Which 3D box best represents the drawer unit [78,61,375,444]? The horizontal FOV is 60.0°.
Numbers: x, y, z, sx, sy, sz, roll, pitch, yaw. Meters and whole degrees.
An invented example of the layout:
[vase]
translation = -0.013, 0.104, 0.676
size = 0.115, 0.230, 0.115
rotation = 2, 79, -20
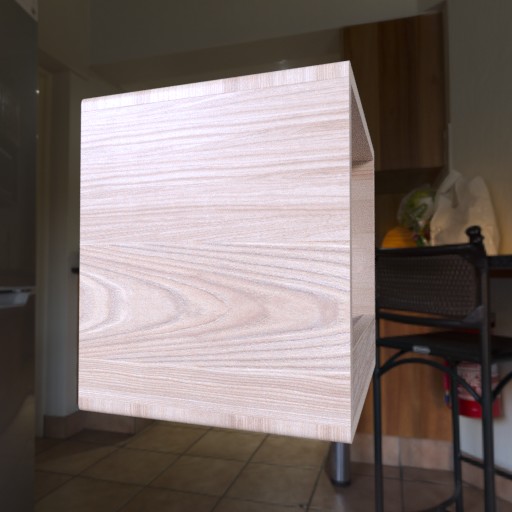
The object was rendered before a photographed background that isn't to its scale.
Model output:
[drawer unit]
translation = 0.000, 0.000, 0.600
size = 0.290, 0.344, 0.344
rotation = 0, -1, 19
